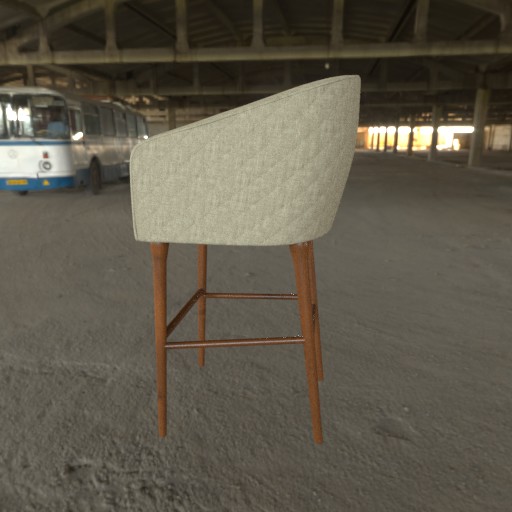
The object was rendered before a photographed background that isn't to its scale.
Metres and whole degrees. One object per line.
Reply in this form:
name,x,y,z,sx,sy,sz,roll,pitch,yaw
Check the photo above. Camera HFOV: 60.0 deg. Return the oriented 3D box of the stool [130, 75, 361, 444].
stool,0.000,0.000,1.447,0.607,1.078,0.559,2,15,9
